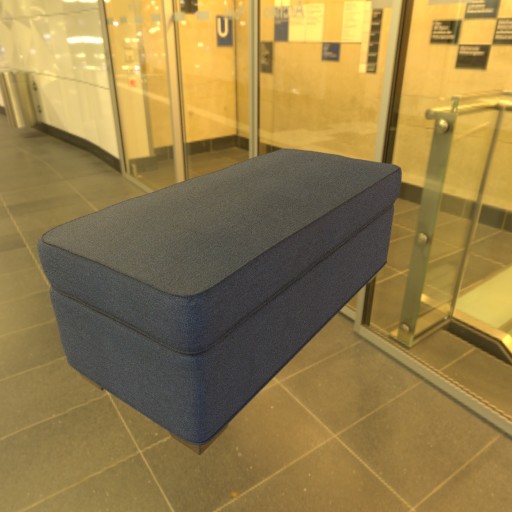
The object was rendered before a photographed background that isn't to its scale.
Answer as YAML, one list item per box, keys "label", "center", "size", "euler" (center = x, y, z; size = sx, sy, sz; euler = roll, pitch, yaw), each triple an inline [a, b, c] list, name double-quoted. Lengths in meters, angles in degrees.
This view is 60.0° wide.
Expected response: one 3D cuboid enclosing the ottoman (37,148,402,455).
- label: "ottoman"
  center: [0.000, 0.000, 1.379]
  size: [0.515, 0.460, 1.110]
  euler: [18, 31, 32]
